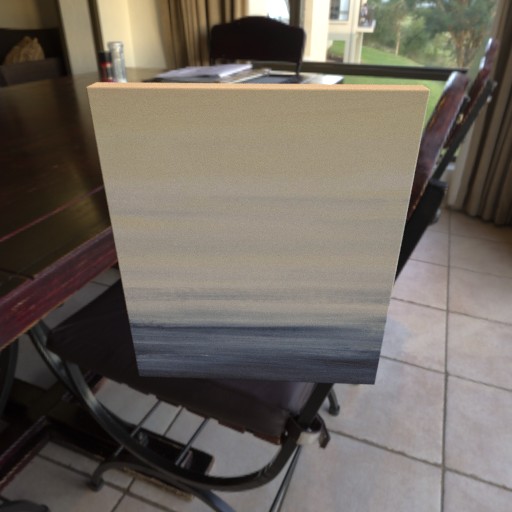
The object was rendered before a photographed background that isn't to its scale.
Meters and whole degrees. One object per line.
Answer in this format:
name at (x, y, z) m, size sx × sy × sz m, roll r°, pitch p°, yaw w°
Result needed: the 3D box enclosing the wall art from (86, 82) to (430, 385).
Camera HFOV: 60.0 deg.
wall art at (0.000, 0.000, 0.704) m, size 0.435 × 0.511 × 0.037 m, roll 1°, pitch 30°, yaw 2°
